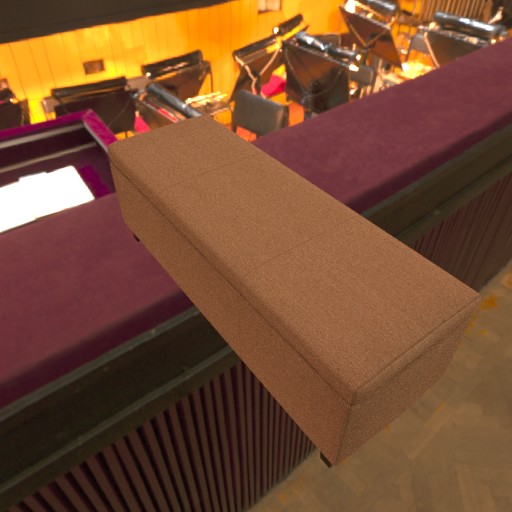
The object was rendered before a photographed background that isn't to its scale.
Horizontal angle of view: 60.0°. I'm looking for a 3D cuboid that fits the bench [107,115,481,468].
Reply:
[{"bbox_3d":[0.000,0.000,1.468,0.446,0.438,1.269,-27,49,-26],"label":"bench"}]
